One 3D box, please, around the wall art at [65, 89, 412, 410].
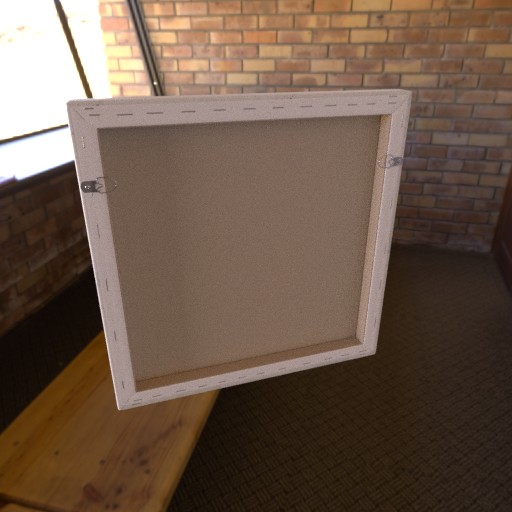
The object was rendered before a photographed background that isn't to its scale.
[{"bbox_3d":[0.000,0.000,0.888,0.610,0.611,0.040,-8,26,-16],"label":"wall art"}]
